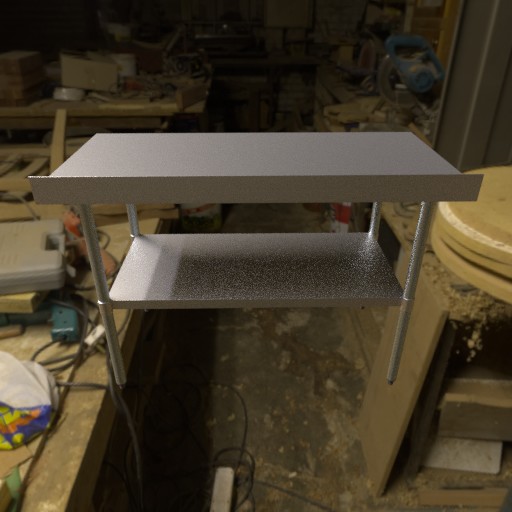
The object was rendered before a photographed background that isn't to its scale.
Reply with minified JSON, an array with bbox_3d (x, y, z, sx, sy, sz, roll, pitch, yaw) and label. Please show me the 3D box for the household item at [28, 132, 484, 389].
[{"bbox_3d":[0.000,0.000,1.662,1.219,0.851,0.610,-1,30,-1],"label":"household item"}]
